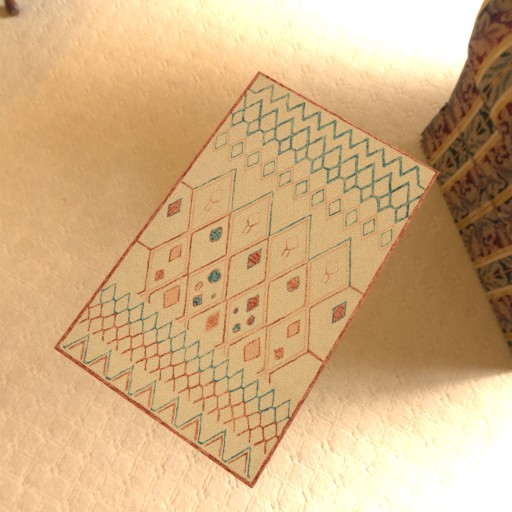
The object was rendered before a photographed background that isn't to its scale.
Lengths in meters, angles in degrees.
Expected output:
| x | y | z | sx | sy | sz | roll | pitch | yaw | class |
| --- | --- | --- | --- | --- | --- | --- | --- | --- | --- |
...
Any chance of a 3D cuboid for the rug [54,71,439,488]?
| x | y | z | sx | sy | sz | roll | pitch | yaw | class |
| --- | --- | --- | --- | --- | --- | --- | --- | --- | --- |
| 0.000 | 0.000 | 2.998 | 1.524 | 0.015 | 2.438 | 32 | 78 | 7 | rug |
